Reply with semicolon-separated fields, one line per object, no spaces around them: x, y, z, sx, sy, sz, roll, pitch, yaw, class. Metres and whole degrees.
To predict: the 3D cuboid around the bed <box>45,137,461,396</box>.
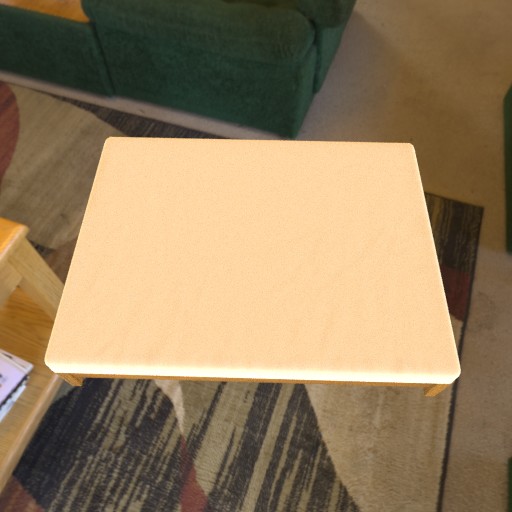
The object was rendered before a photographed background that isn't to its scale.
0.000;0.000;2.673;2.016;0.431;1.536;1;59;1;bed
